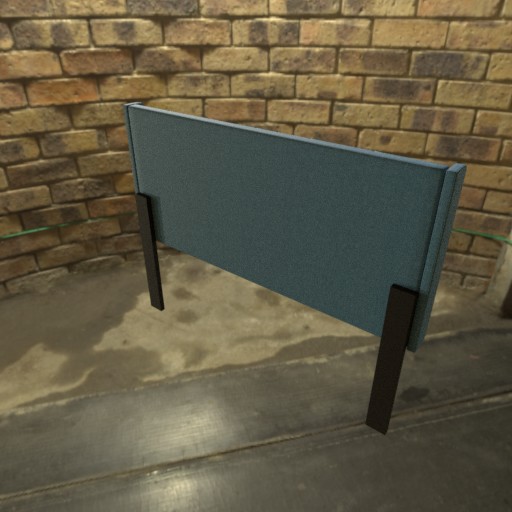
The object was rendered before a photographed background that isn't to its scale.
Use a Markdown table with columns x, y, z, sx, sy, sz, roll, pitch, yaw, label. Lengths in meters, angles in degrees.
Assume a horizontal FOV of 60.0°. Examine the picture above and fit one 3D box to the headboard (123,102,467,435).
| x | y | z | sx | sy | sz | roll | pitch | yaw | label |
| --- | --- | --- | --- | --- | --- | --- | --- | --- | --- |
| 0.000 | 0.000 | 2.666 | 2.051 | 1.524 | 0.184 | 21 | 36 | 32 | headboard |
